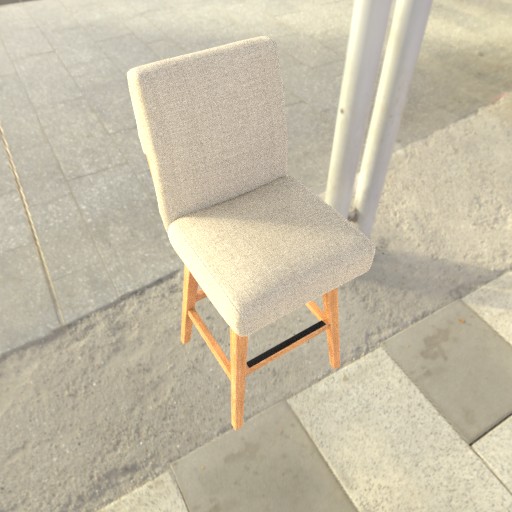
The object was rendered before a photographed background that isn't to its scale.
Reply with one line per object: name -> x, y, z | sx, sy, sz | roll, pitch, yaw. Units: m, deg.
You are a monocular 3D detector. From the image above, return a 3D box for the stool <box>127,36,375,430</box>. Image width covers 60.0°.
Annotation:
stool -> 0.000, 0.000, 1.407 | 0.483, 1.106, 0.569 | -25, 52, -21
